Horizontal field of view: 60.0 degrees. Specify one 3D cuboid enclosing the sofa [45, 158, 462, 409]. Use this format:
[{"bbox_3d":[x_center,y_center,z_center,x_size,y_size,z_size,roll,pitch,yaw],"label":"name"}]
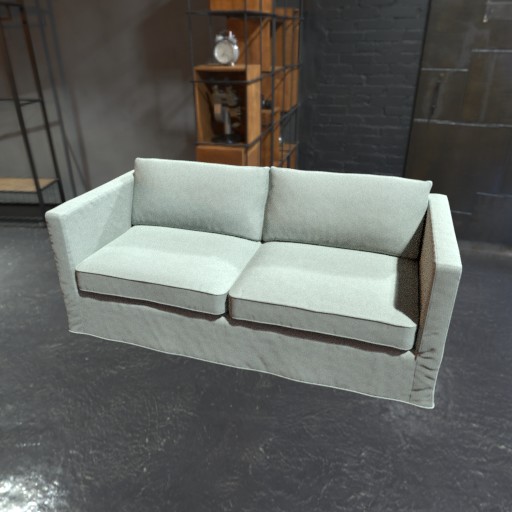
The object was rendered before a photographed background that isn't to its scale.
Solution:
[{"bbox_3d":[0.000,0.000,2.474,1.987,0.870,0.940,8,28,16],"label":"sofa"}]
